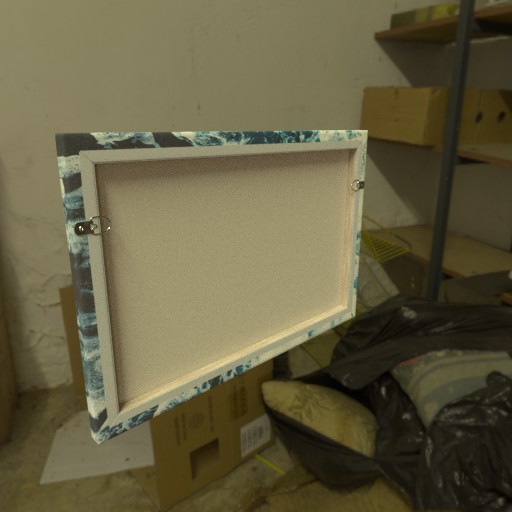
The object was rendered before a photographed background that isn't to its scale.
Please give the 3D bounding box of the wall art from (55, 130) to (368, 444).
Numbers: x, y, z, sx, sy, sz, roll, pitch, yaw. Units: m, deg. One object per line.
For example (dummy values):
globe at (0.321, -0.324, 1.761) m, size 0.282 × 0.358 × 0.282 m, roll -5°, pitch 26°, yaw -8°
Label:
wall art at (0.000, 0.000, 1.878) m, size 1.524 × 1.017 × 0.055 m, roll -15°, pitch 22°, yaw -42°
